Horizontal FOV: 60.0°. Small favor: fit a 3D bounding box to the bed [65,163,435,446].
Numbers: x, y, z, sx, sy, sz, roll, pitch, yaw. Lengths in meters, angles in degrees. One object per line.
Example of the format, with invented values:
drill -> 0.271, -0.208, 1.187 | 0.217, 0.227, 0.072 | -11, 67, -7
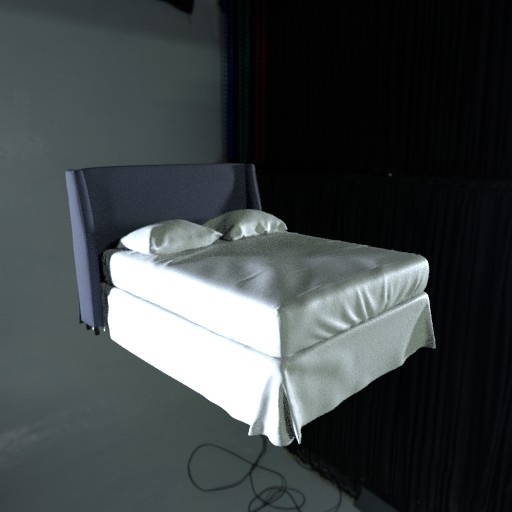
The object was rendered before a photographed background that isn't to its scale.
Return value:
bed -> 0.000, 0.000, 3.409 | 1.925, 1.332, 2.276 | -13, 19, -43
